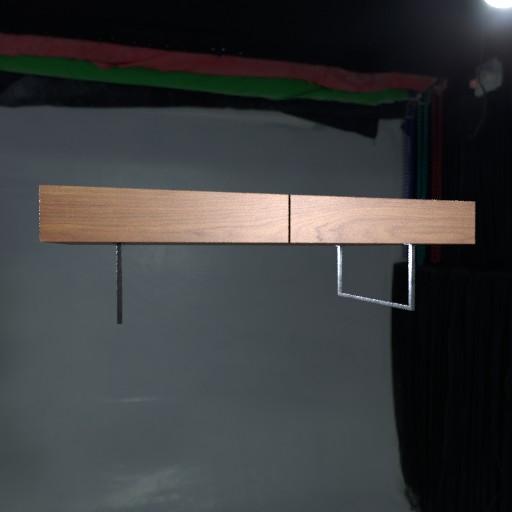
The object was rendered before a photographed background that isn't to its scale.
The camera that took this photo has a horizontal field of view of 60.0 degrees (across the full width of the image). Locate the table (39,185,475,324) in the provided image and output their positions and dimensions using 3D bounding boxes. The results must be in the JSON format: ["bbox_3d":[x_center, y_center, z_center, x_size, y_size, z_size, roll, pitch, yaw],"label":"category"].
[{"bbox_3d":[0.000,0.000,1.456,1.194,0.330,0.610,0,1,-17],"label":"table"}]
